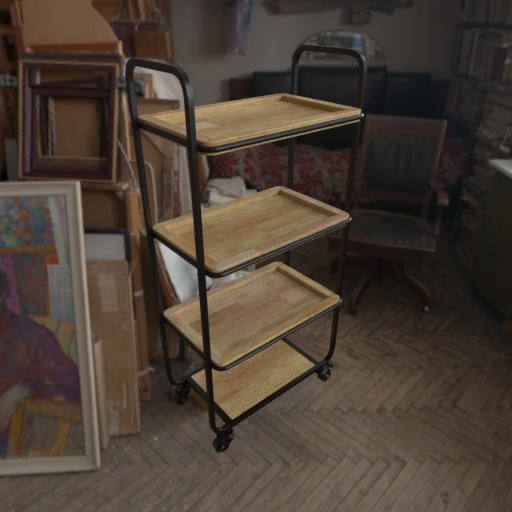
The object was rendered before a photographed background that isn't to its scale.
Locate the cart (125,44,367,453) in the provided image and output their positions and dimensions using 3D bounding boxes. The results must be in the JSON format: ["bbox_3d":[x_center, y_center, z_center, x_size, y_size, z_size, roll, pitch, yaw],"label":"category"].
[{"bbox_3d":[0.000,0.000,1.290,0.545,1.080,0.321,-23,37,-34],"label":"cart"}]
